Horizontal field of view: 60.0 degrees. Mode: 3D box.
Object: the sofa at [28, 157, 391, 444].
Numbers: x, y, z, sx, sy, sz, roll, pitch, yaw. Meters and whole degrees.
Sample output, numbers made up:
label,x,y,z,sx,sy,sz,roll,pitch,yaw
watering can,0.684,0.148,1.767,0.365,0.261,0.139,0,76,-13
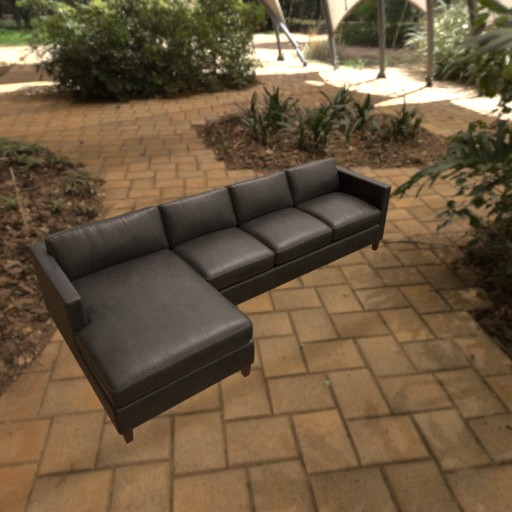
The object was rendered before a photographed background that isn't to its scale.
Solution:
label,x,y,z,sx,sy,sz,roll,pitch,yaw
sofa,0.000,0.000,3.828,3.203,0.883,1.581,-21,37,-31
